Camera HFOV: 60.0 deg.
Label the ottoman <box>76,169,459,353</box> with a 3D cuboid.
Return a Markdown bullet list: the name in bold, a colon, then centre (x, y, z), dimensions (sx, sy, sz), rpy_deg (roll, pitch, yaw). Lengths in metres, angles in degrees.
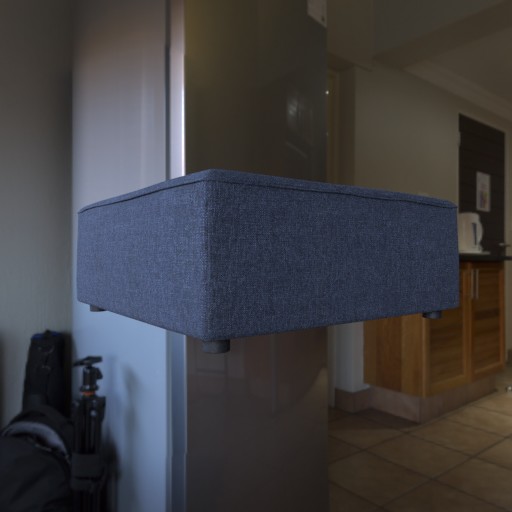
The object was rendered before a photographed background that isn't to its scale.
- **ottoman**: centre (0.000, 0.000, 1.610), dimensions (1.017, 0.423, 1.023), rpy_deg (0, 1, -36)
